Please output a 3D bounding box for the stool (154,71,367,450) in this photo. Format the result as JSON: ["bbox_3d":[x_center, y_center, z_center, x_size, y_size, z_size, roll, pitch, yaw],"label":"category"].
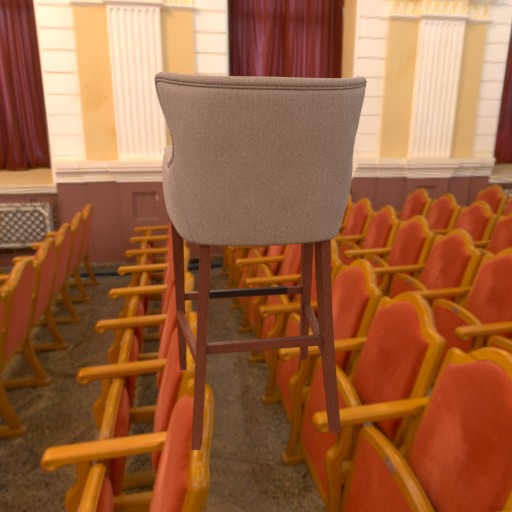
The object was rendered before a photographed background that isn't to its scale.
[{"bbox_3d":[0.000,0.000,1.417,0.575,1.047,0.575,-3,15,-9],"label":"stool"}]
